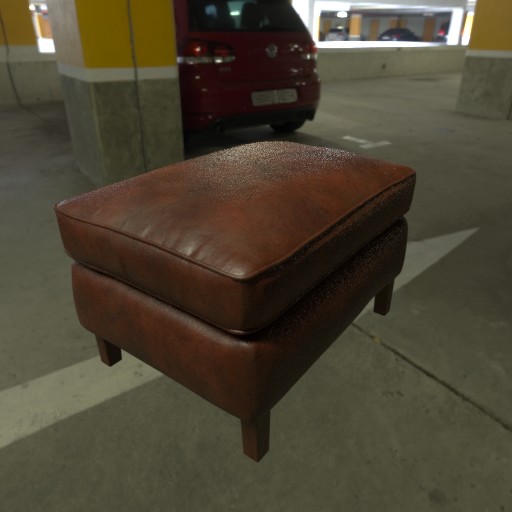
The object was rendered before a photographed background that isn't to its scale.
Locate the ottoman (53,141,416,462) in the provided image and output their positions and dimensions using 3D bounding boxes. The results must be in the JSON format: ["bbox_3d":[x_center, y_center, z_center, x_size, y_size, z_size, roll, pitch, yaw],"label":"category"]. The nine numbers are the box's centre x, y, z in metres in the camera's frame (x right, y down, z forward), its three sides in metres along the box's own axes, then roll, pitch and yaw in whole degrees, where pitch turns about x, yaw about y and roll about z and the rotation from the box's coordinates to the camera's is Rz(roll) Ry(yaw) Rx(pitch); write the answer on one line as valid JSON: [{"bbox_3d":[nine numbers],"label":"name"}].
[{"bbox_3d":[0.000,0.000,0.987,0.501,0.432,0.665,19,32,33],"label":"ottoman"}]
